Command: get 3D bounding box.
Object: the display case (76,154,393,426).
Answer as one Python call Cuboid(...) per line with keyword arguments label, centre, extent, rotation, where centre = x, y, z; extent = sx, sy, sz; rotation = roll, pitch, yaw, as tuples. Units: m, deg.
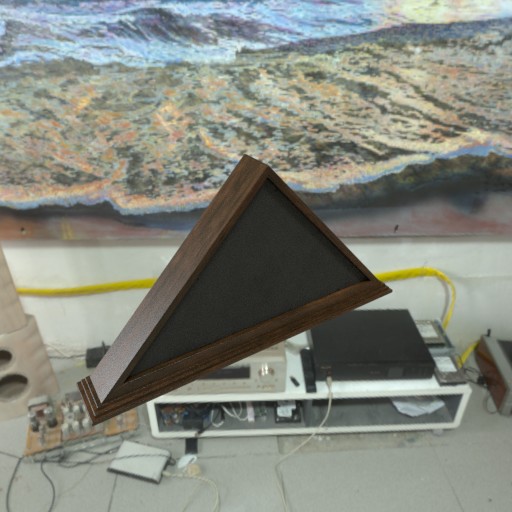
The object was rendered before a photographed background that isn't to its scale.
Cuboid(label="display case", centre=(0.000, 0.000, 0.757), extent=(0.640, 0.340, 0.095), rotation=(-18, 35, -28))
